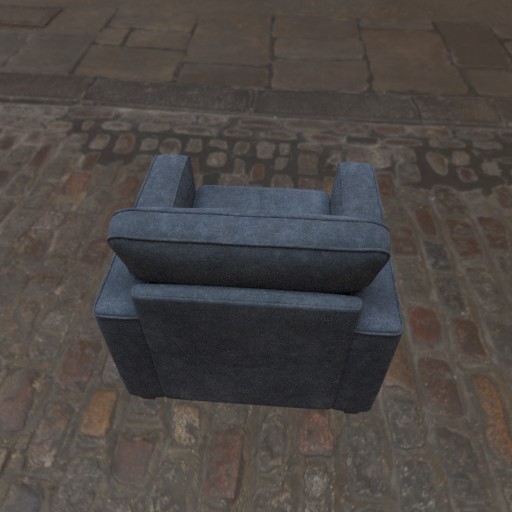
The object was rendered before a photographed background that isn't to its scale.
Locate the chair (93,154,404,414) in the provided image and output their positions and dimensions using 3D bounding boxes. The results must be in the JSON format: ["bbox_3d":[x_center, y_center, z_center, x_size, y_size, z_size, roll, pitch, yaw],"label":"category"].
[{"bbox_3d":[0.000,0.000,1.826,1.015,0.965,0.939,3,46,3],"label":"chair"}]
